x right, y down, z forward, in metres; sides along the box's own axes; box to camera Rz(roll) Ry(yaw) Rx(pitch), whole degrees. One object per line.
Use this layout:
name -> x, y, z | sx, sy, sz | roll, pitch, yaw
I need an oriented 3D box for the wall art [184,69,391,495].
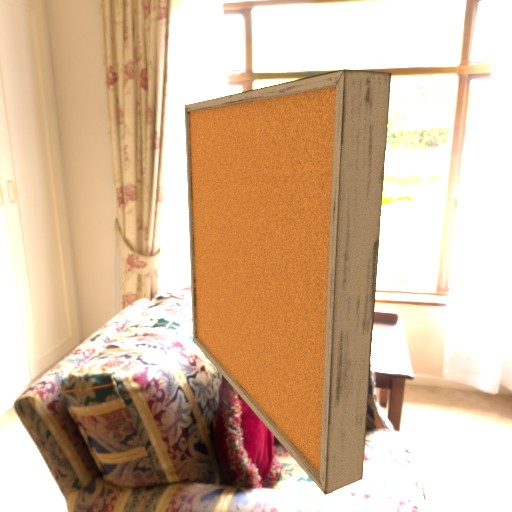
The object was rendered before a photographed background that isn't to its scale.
wall art -> 0.000, 0.000, 0.439 | 0.036, 0.303, 0.303 | -7, 16, -26
